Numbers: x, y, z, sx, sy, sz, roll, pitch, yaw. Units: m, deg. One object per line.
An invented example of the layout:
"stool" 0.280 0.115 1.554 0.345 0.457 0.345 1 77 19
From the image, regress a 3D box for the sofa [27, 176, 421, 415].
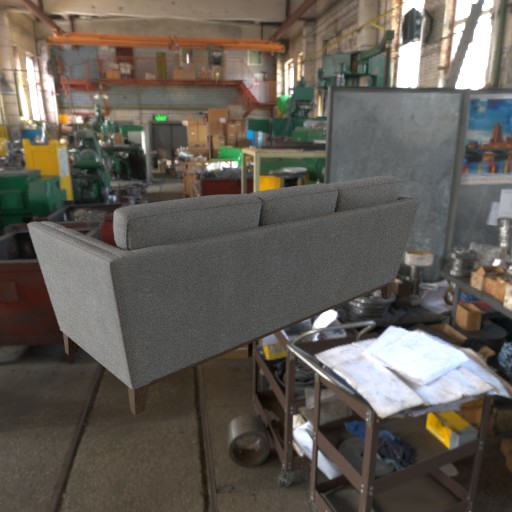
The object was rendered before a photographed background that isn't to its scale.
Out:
"sofa" 0.000 0.000 2.842 2.387 0.940 0.965 -14 21 -41
